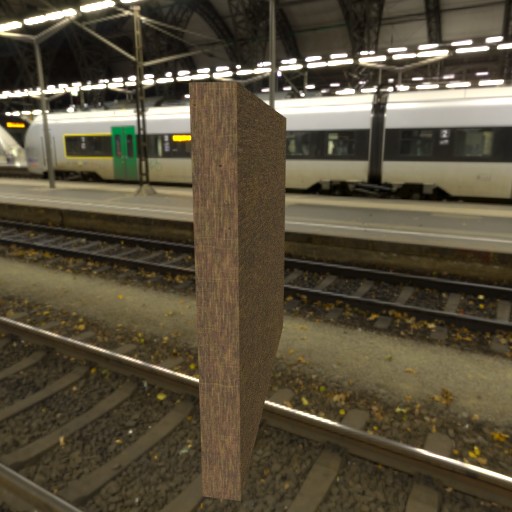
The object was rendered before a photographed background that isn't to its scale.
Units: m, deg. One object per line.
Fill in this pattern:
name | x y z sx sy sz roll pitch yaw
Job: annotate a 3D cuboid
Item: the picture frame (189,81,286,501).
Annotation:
picture frame | 0.000 0.000 0.516 0.033 0.330 0.378 2 14 9
